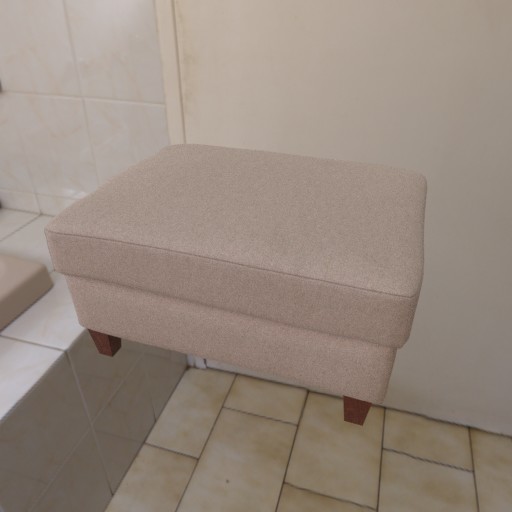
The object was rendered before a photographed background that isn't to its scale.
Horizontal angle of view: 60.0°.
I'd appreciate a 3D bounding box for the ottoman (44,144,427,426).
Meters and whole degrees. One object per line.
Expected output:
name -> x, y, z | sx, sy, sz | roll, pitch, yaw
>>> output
ottoman -> 0.000, 0.000, 1.331 | 0.902, 0.511, 0.692 | 10, 33, 16
